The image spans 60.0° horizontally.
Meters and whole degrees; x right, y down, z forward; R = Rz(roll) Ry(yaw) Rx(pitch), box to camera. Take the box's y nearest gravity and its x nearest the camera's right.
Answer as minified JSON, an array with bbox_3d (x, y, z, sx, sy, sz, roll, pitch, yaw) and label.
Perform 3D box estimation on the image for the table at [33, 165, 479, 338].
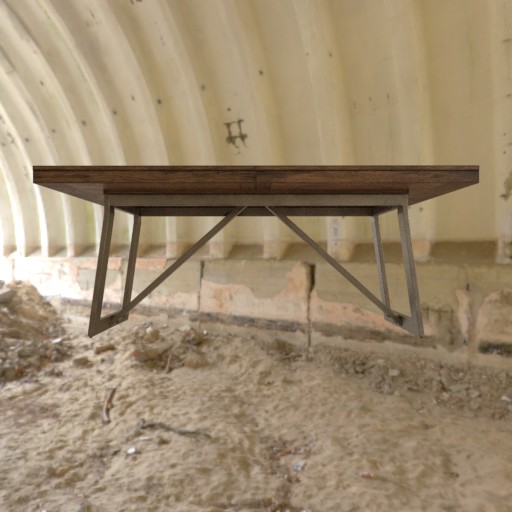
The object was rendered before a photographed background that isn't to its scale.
[{"bbox_3d":[0.000,0.000,2.318,1.867,0.757,0.931,0,0,0],"label":"table"}]
